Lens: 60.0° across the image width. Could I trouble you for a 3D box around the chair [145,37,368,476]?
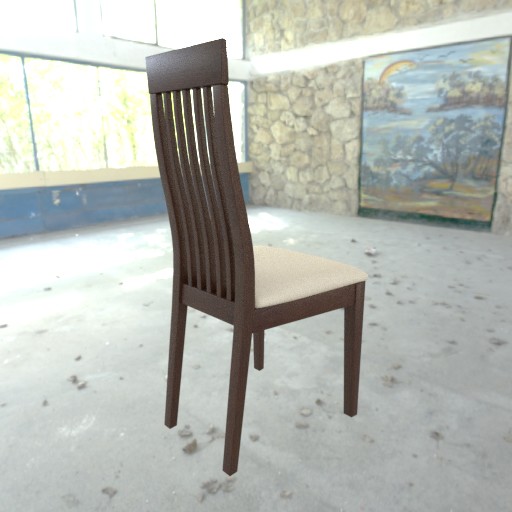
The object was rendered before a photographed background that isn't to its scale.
[{"bbox_3d":[0.000,0.000,1.260,0.474,1.027,0.460,-14,20,-43],"label":"chair"}]
